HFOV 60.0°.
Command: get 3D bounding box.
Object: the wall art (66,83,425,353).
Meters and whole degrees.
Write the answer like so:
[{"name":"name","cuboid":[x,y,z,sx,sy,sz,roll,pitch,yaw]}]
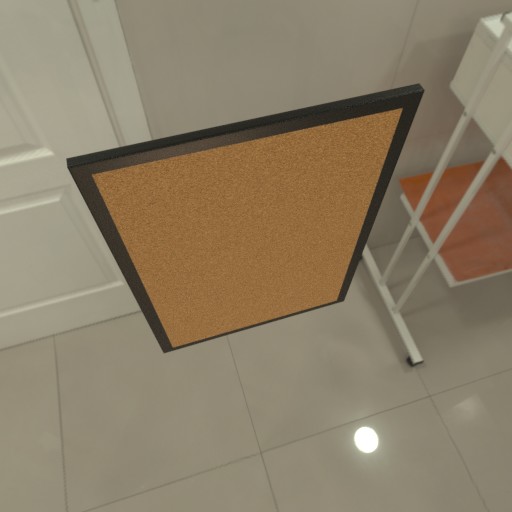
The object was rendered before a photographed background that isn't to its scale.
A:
[{"name":"wall art","cuboid":[0.000,0.000,0.854,0.480,0.657,0.016,-15,59,-9]}]
